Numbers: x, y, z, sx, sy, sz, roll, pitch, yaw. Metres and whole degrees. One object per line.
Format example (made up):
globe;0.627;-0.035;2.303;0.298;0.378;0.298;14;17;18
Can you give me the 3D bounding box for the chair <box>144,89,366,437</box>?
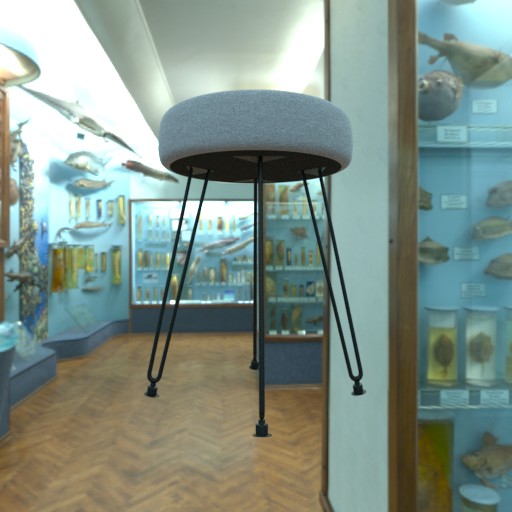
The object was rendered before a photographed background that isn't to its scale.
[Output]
chair;0.000;0.000;0.700;0.350;0.440;0.350;0;0;-2
